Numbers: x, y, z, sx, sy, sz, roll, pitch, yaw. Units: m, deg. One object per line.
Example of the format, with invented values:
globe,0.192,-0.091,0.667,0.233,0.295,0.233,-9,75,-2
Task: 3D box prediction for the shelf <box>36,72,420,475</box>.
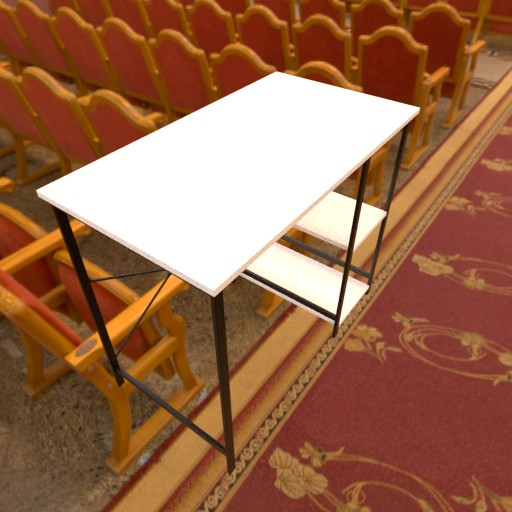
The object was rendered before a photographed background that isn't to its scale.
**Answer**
shelf,0.000,0.000,1.352,0.498,0.750,0.902,26,48,27
